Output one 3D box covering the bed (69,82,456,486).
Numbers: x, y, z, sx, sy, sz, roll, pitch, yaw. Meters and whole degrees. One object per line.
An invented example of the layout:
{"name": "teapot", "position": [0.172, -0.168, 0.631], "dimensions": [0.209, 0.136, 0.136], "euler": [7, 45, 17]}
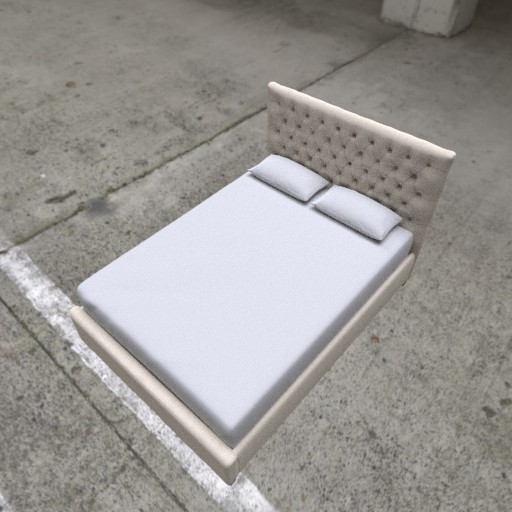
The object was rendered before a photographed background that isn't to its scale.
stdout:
{"name": "bed", "position": [0.000, 0.000, 3.362], "dimensions": [1.698, 1.427, 2.387], "euler": [33, 54, 27]}
